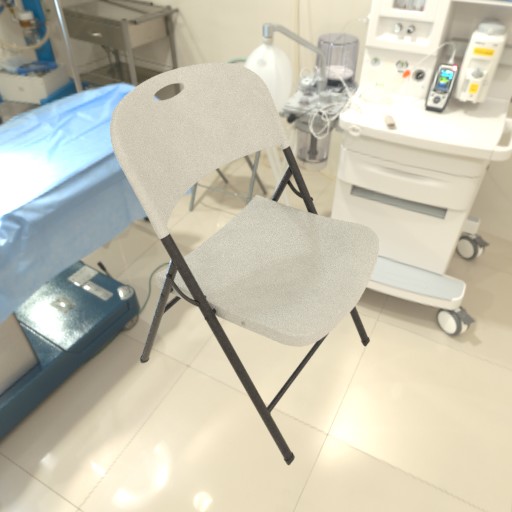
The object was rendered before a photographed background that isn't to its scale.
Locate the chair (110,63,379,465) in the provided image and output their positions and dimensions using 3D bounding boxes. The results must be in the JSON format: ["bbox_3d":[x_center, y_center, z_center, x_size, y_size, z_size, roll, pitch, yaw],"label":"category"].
[{"bbox_3d":[0.000,0.000,1.146,0.566,0.810,0.494,25,47,26],"label":"chair"}]
